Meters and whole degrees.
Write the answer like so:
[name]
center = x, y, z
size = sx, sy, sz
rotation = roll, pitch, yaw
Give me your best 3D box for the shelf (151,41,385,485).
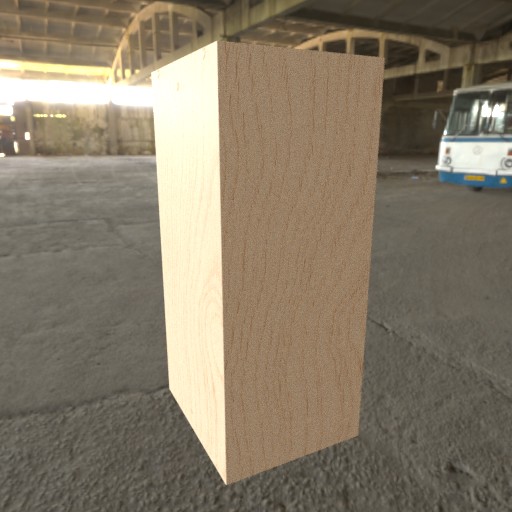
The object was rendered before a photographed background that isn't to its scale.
[shelf]
center = 0.000, 0.000, 0.753
size = 0.250, 0.600, 0.290
rotation = -8, 17, -26
